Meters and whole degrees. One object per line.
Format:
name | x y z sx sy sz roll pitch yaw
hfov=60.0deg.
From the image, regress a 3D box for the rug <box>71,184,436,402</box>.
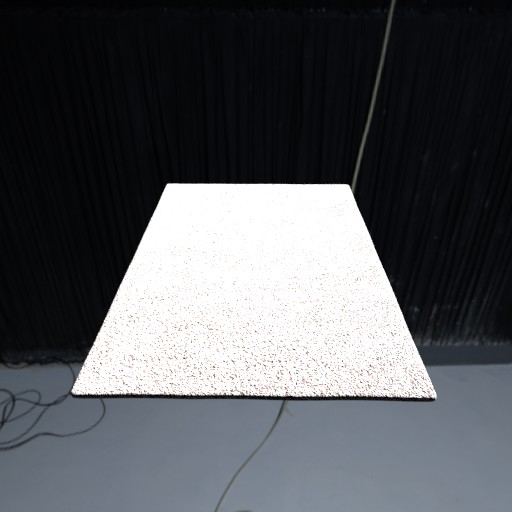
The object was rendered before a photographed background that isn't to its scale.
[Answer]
rug | 0.000 0.000 2.219 1.219 0.030 1.778 0 32 1
